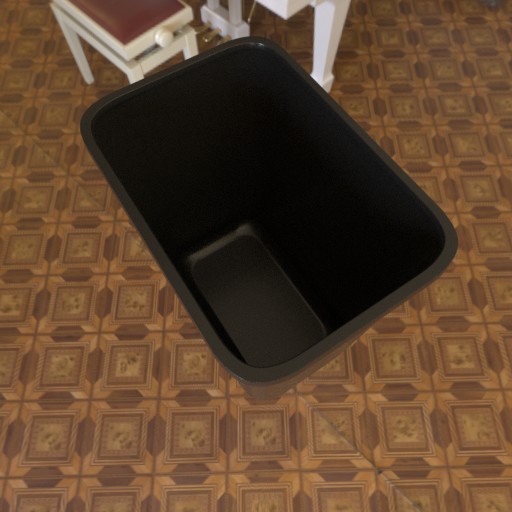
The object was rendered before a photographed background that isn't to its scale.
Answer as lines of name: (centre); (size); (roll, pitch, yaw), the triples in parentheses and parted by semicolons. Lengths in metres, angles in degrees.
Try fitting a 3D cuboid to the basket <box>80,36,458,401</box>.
basket: (0.000, 0.000, 0.502); (0.211, 0.307, 0.300); (-31, 68, -14)
